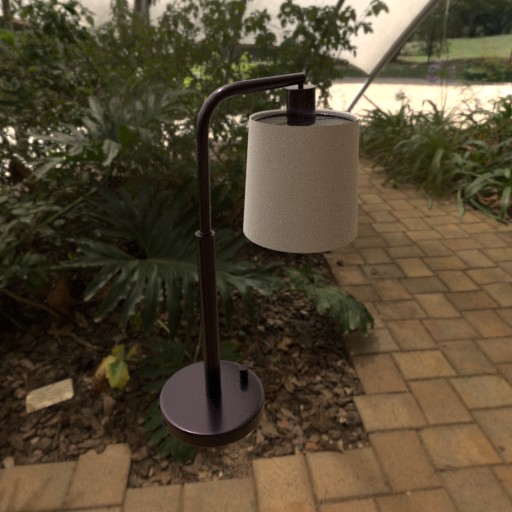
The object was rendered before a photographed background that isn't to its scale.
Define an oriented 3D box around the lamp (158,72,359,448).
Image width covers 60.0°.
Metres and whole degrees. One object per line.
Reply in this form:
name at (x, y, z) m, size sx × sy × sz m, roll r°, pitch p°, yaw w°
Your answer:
lamp at (0.000, 0.000, 0.644) m, size 0.333 × 0.489 × 0.171 m, roll -17°, pitch 30°, yaw -31°
